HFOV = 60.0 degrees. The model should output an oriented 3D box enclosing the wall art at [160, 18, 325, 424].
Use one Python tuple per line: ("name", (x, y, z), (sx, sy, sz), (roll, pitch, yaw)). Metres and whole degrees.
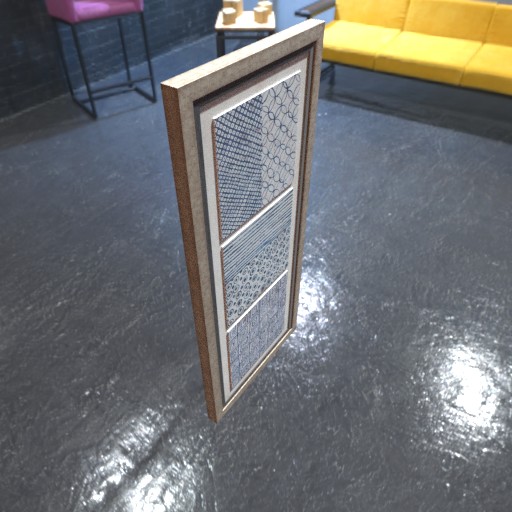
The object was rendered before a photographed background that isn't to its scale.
("wall art", (0.000, 0.000, 1.640), (0.051, 1.461, 0.648), (26, 48, 26))
